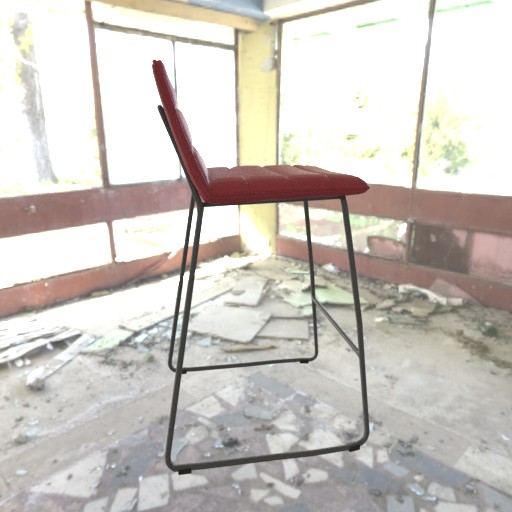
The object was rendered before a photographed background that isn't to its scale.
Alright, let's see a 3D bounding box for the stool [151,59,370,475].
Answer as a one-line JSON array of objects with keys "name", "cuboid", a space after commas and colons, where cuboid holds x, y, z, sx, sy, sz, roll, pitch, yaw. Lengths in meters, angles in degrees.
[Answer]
[{"name": "stool", "cuboid": [0.000, 0.000, 1.207, 0.524, 0.937, 0.489, -3, 16, -10]}]
